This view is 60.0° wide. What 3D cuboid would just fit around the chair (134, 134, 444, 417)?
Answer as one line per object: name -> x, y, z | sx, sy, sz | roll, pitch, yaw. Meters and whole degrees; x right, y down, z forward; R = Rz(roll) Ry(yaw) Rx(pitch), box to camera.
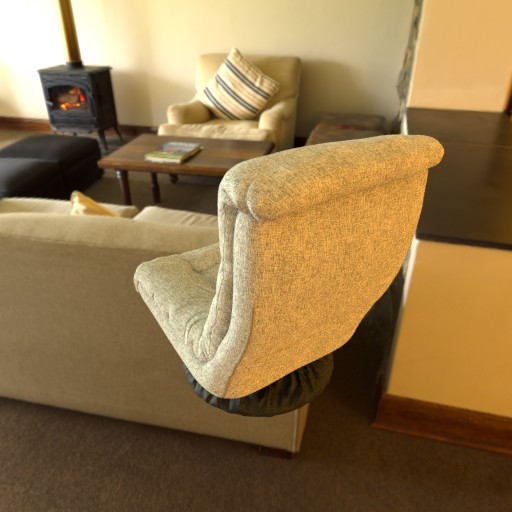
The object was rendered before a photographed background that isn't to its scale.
chair -> 0.000, 0.000, 0.955 | 0.400, 0.600, 0.583 | -19, 35, -29
